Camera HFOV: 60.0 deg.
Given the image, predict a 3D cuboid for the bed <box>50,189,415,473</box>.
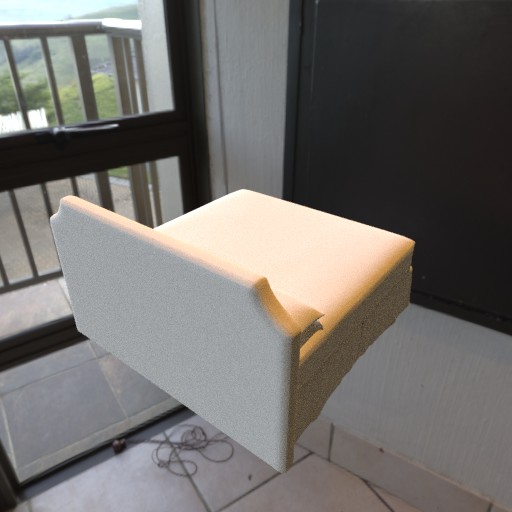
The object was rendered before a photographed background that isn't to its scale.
[{"bbox_3d":[0.000,0.000,3.625,2.160,1.301,2.204,22,37,32],"label":"bed"}]
